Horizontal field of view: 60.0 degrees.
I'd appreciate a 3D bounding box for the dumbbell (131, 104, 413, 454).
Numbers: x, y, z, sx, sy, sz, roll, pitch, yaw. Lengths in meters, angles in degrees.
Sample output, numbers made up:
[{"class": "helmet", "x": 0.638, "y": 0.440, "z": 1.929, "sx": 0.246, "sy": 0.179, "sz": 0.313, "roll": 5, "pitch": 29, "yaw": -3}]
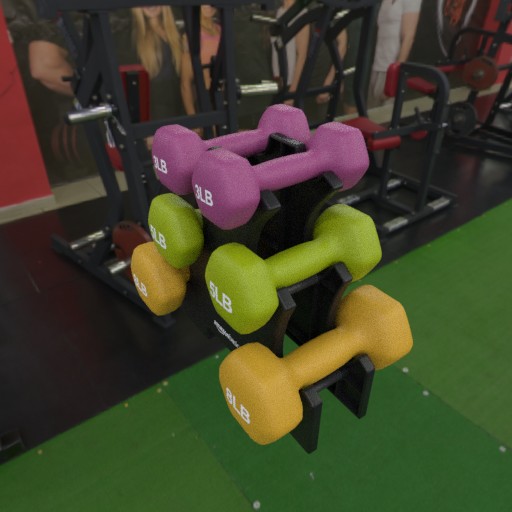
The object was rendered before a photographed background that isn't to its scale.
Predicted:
[{"class": "dumbbell", "x": 0.000, "y": 0.000, "z": 0.463, "sx": 0.190, "sy": 0.271, "sz": 0.300, "roll": -21, "pitch": 38, "yaw": -29}]
